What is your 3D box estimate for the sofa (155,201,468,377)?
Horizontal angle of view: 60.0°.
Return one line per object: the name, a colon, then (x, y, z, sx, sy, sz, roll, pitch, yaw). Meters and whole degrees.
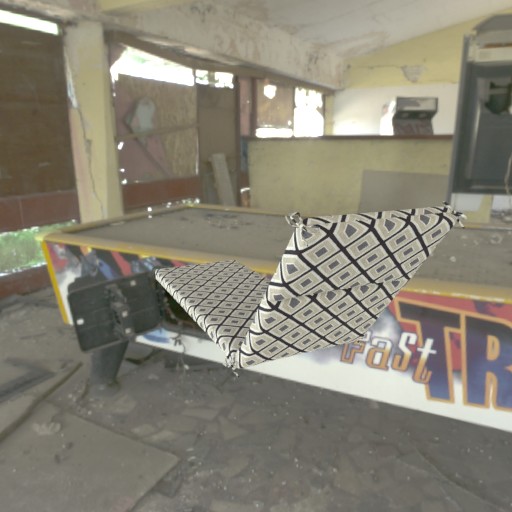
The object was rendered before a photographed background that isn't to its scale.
sofa: (0.000, 0.000, 1.934, 0.582, 0.622, 1.663, -7, 16, -25)
